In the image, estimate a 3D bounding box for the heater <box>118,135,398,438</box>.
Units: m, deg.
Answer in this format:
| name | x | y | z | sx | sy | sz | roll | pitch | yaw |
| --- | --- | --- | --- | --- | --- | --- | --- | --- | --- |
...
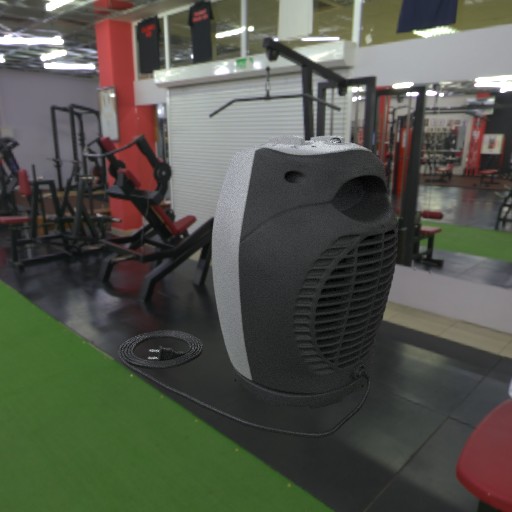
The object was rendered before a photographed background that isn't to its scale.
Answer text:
| name | x | y | z | sx | sy | sz | roll | pitch | yaw |
| --- | --- | --- | --- | --- | --- | --- | --- | --- | --- |
| heater | 0.000 | 0.000 | 0.486 | 0.239 | 0.255 | 0.291 | -14 | 20 | -41 |
